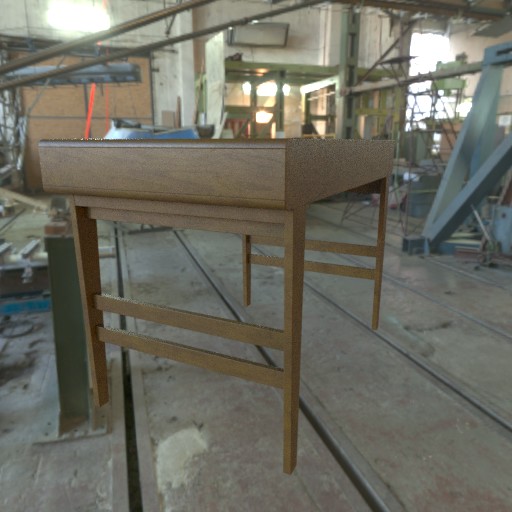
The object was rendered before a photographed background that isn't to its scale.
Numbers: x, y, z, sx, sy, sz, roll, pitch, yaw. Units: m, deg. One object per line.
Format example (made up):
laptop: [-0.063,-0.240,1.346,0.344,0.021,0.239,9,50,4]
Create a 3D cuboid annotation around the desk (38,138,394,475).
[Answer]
desk: [0.000,0.000,1.488,0.660,0.754,1.066,7,16,26]
